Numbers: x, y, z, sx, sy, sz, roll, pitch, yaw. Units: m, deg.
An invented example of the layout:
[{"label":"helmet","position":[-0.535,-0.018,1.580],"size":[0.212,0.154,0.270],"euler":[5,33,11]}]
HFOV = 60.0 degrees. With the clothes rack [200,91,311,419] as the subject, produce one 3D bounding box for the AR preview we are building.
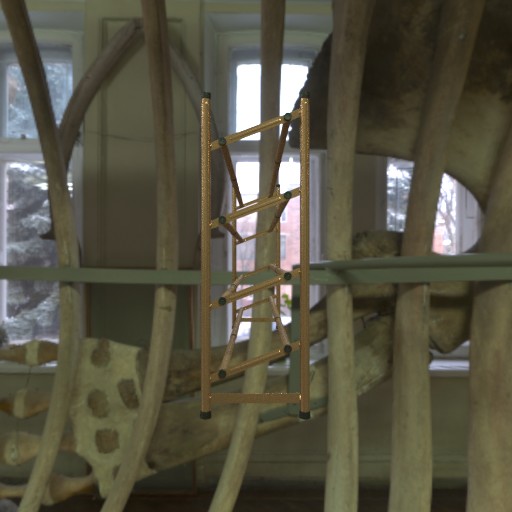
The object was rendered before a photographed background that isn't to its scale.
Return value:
[{"label":"clothes rack","position":[0.000,0.000,1.488],"size":[0.229,0.672,1.168],"euler":[0,0,0]}]
